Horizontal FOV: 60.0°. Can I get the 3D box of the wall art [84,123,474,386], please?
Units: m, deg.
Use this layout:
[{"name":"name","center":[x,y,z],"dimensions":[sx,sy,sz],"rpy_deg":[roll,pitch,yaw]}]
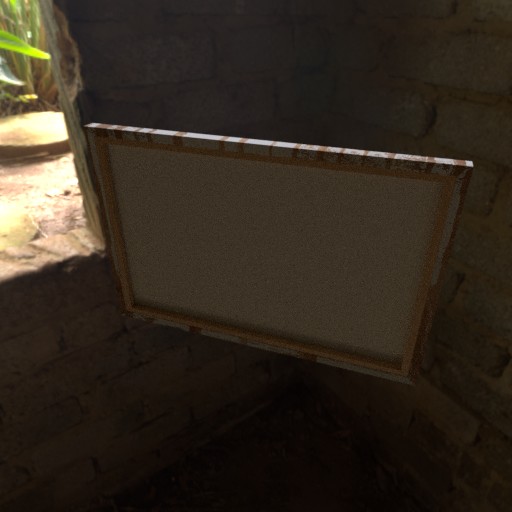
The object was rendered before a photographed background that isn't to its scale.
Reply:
[{"name":"wall art","center":[0.000,0.000,1.167],"dimensions":[0.914,0.609,0.035],"rpy_deg":[10,33,16]}]
